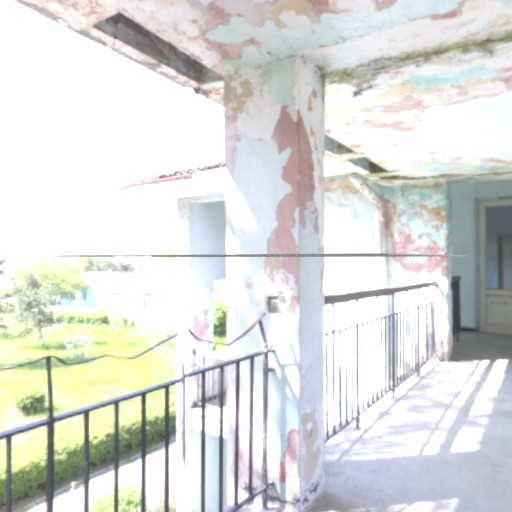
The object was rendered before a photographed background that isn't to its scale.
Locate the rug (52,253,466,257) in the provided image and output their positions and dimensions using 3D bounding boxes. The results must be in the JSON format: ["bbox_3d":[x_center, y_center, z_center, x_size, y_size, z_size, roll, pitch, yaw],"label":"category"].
[{"bbox_3d":[0.000,0.000,2.342,1.828,0.005,1.219,0,0,35],"label":"rug"}]
